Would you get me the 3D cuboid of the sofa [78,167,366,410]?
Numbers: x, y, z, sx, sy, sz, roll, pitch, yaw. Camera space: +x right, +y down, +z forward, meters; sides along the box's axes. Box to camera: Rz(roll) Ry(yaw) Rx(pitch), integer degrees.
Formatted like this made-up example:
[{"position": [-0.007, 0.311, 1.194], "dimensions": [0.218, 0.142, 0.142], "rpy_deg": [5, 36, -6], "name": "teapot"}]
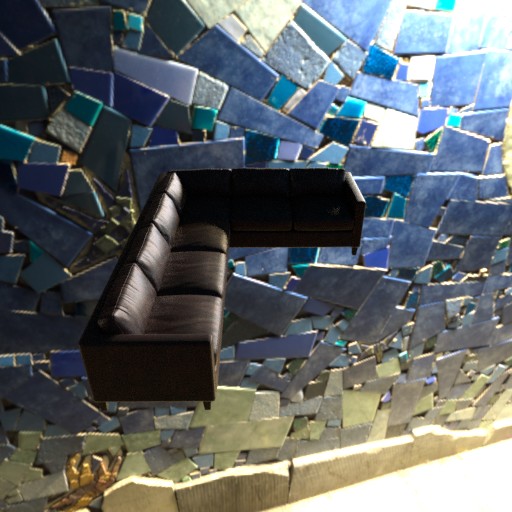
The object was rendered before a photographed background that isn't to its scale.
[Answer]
[{"position": [0.000, 0.000, 4.448], "dimensions": [2.438, 0.836, 3.152], "rpy_deg": [0, 32, 0], "name": "sofa"}]
